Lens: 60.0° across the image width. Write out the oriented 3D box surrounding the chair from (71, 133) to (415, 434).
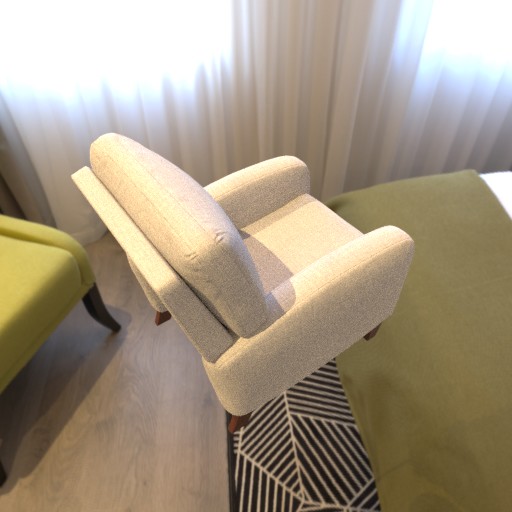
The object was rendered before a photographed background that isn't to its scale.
[{"bbox_3d":[0.000,0.000,1.679,0.990,0.990,0.762,-27,50,-25],"label":"chair"}]
